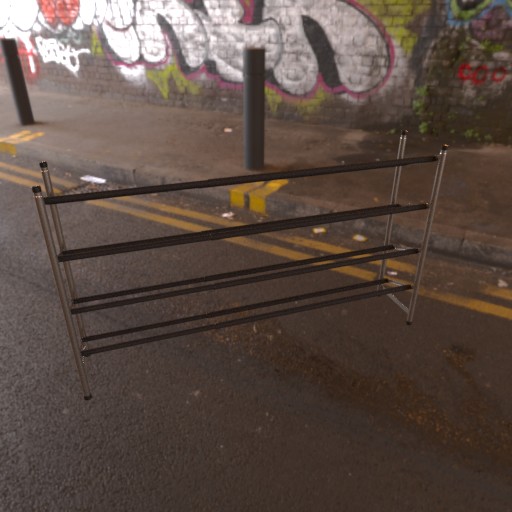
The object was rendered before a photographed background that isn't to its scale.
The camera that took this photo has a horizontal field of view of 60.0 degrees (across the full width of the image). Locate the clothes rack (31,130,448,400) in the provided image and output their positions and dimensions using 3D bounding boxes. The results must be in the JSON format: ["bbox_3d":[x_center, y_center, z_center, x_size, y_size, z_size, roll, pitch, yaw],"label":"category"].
[{"bbox_3d":[0.000,0.000,1.431,1.168,0.672,0.229,-9,30,-16],"label":"clothes rack"}]
